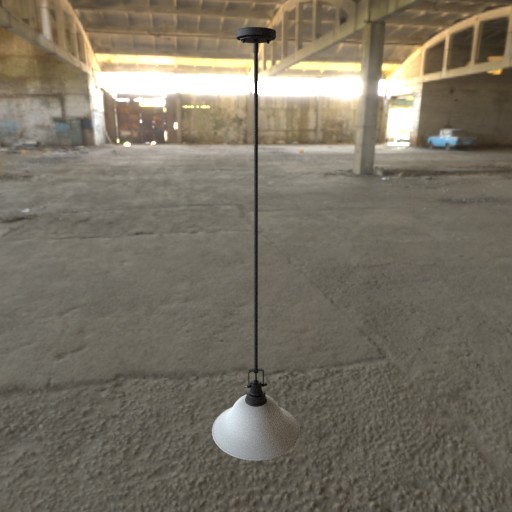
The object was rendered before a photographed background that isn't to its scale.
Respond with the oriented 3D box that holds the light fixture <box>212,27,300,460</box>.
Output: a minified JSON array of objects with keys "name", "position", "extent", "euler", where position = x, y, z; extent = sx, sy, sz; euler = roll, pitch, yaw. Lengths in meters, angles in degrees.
[{"name":"light fixture","position":[0.000,0.000,1.454],"extent":[0.324,1.337,0.324],"euler":[-3,17,-10]}]
